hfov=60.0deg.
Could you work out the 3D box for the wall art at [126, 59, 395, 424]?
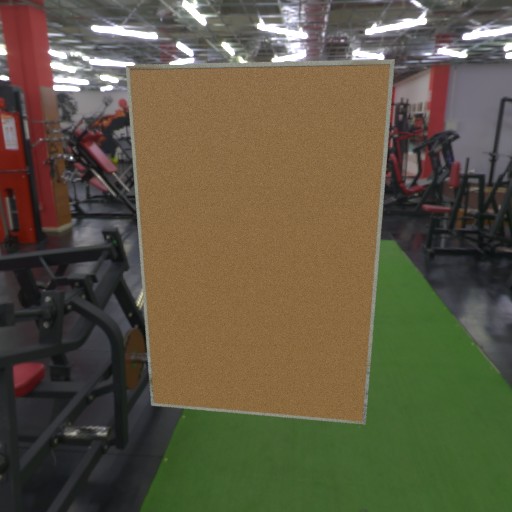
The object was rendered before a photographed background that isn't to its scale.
[{"bbox_3d":[0.000,0.000,0.952,0.508,0.764,0.038,2,16,8],"label":"wall art"}]
